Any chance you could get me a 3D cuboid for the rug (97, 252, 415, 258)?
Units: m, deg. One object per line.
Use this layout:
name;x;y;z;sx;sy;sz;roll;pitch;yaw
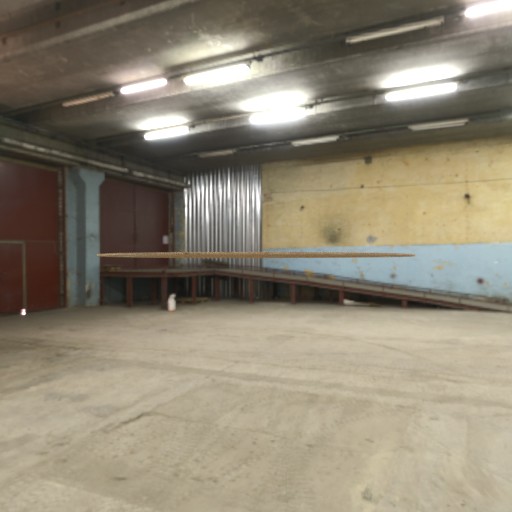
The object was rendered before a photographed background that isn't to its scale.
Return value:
rug;0.000;0.000;3.615;2.444;0.015;2.444;0;-1;0
